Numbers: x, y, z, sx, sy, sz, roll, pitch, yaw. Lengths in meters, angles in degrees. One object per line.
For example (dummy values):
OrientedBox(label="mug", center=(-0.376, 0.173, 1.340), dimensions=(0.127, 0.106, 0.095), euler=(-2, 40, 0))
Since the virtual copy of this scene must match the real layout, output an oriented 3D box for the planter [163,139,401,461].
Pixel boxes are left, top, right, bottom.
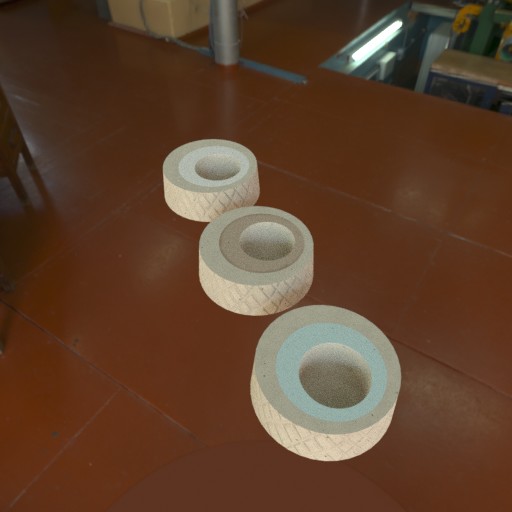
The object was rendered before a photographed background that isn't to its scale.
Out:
OrientedBox(label="planter", center=(0.000, 0.000, 0.429), dimensions=(0.114, 0.038, 0.390), euler=(-16, 48, -15))
